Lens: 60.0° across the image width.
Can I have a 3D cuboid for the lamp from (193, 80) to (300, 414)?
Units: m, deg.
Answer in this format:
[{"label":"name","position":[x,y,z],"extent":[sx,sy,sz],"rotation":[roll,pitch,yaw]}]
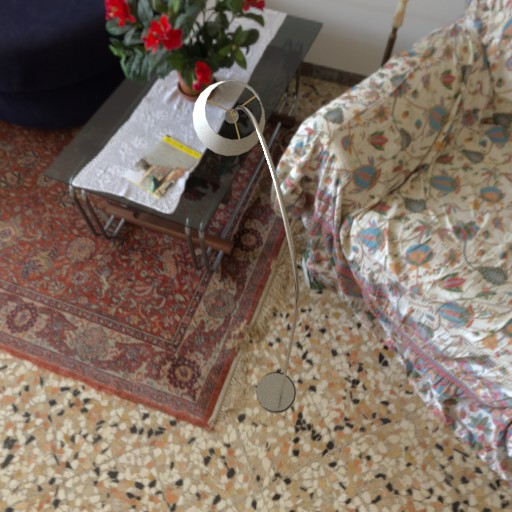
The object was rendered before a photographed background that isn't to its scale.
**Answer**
[{"label":"lamp","position":[0.000,0.000,2.683],"extent":[0.406,2.098,1.445],"rotation":[-13,60,-8]}]
